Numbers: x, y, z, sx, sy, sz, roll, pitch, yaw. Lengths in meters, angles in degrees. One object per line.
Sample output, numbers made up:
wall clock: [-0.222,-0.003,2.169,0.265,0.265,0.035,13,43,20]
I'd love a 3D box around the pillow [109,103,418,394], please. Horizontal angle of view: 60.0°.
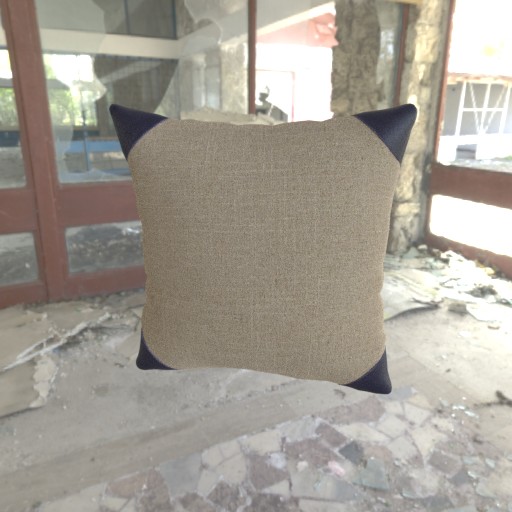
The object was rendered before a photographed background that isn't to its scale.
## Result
pillow: [0.000,0.000,0.677,0.440,0.441,0.147,3,18,9]
